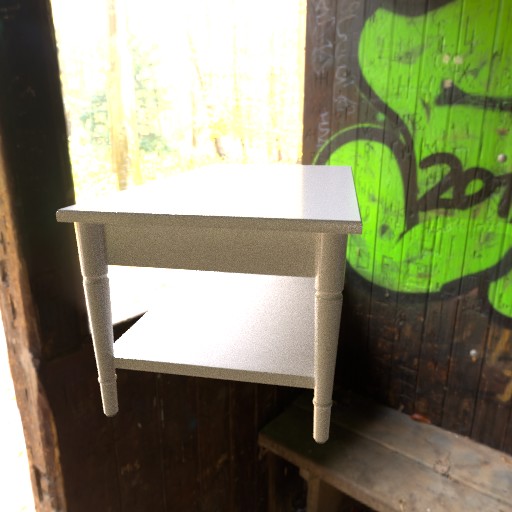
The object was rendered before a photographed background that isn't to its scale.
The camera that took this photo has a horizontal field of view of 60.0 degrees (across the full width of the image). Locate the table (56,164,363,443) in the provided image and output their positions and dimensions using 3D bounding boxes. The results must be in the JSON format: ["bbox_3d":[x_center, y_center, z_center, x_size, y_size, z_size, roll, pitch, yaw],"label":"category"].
[{"bbox_3d":[0.000,0.000,1.344,0.559,0.457,1.067,3,17,10],"label":"table"}]
